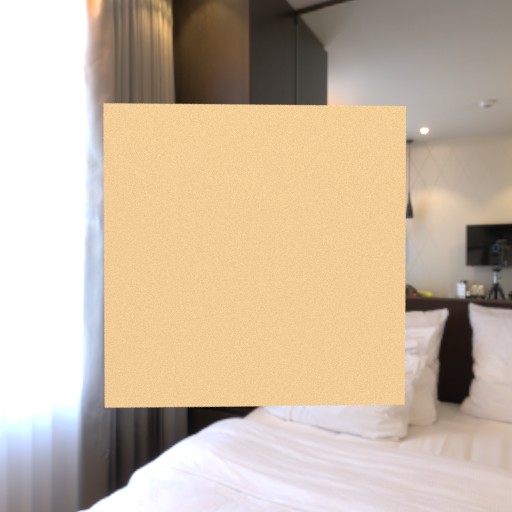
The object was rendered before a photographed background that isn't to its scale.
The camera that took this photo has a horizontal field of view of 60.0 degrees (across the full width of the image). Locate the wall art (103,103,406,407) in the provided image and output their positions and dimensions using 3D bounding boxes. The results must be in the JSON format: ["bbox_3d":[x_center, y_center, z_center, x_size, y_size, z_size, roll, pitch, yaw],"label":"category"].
[{"bbox_3d":[0.000,0.000,0.836,0.559,0.559,0.028,0,1,-2],"label":"wall art"}]
